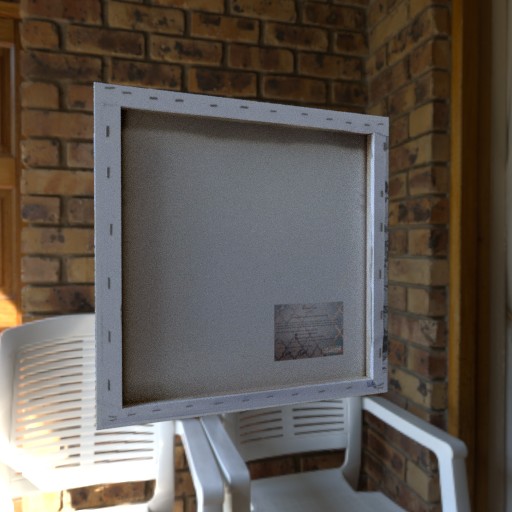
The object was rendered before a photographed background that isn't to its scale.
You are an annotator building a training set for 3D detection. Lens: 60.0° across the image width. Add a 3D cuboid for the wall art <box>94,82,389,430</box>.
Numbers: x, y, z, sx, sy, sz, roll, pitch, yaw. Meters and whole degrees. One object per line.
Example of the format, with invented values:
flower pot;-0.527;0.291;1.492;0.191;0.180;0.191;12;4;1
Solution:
wall art;0.000;0.000;0.890;0.609;0.607;0.036;0;1;-20
